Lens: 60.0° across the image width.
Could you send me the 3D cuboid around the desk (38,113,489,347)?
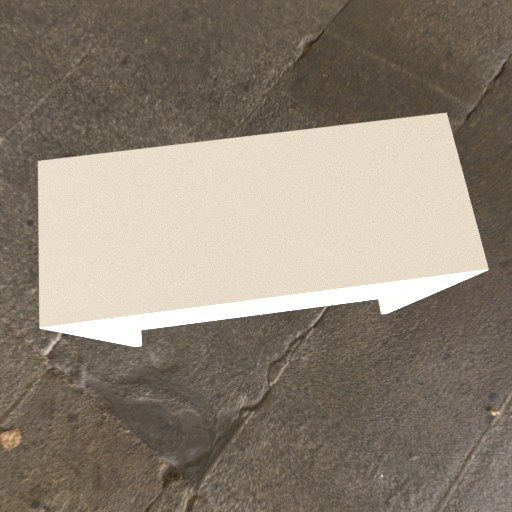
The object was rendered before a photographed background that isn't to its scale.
[{"bbox_3d":[0.000,0.000,1.410,1.000,0.790,0.400,-7,76,-2],"label":"desk"}]
